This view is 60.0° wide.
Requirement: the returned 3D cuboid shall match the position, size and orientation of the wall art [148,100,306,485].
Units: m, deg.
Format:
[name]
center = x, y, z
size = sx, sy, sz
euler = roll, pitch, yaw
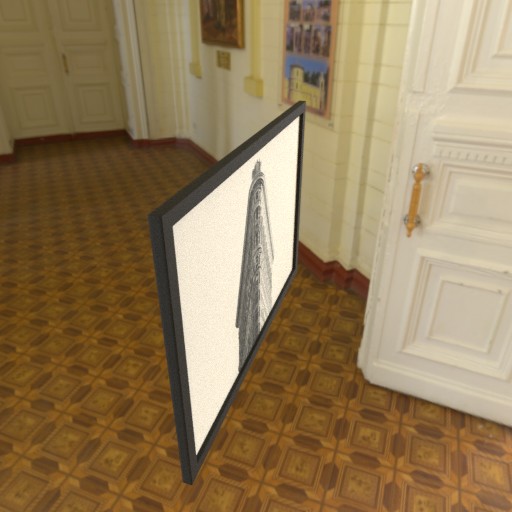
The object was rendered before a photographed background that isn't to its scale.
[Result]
[wall art]
center = 0.000, 0.000, 1.230
size = 0.049, 0.659, 0.964
euler = 10, 31, 17
